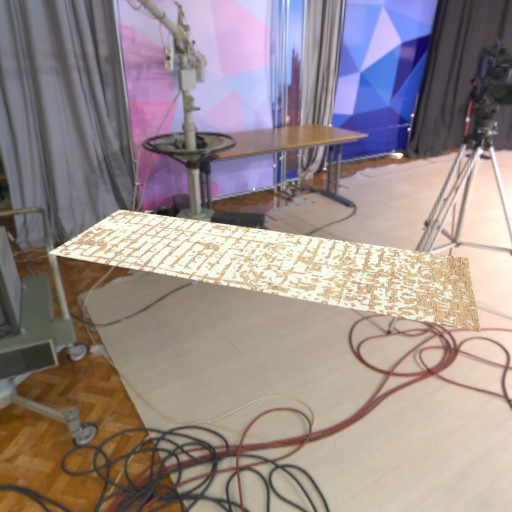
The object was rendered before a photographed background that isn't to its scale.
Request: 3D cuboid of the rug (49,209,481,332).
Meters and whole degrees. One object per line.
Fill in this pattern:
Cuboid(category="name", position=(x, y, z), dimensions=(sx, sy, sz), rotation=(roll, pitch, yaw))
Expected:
Cuboid(category="rug", position=(0.000, 0.000, 2.691), dimensions=(2.435, 0.011, 0.750), rotation=(9, 29, 16))
